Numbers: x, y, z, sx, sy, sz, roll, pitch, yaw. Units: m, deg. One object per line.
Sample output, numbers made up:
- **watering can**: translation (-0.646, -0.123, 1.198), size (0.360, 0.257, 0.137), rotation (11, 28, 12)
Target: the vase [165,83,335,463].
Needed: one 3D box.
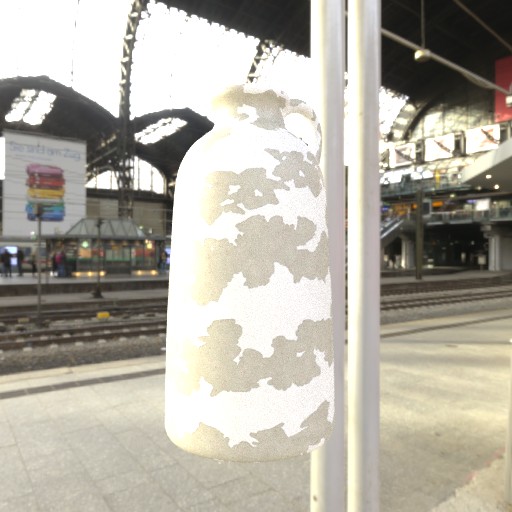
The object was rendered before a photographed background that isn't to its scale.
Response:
- **vase**: translation (0.000, 0.000, 0.500), size (0.203, 0.382, 0.186), rotation (0, 0, -37)
